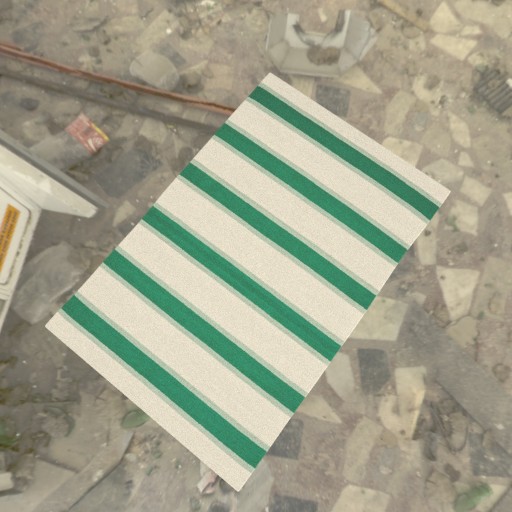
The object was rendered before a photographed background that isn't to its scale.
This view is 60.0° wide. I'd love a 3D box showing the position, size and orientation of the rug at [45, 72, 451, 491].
[{"bbox_3d":[0.000,0.000,2.266,1.210,0.012,1.829,37,78,9],"label":"rug"}]
